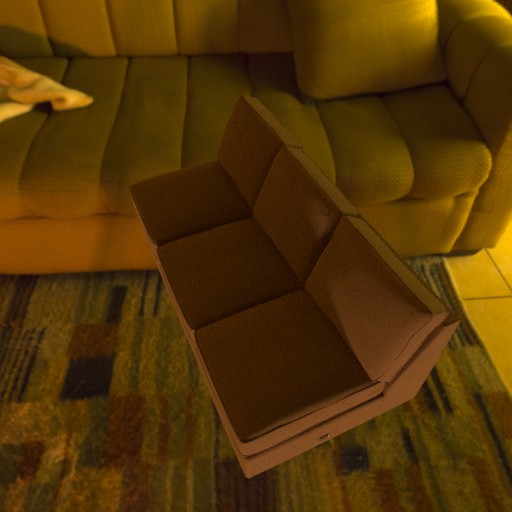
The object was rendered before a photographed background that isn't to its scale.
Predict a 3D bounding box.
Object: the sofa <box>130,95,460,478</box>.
[{"bbox_3d":[0.000,0.000,2.752,1.127,1.036,2.092,-19,49,-17],"label":"sofa"}]
